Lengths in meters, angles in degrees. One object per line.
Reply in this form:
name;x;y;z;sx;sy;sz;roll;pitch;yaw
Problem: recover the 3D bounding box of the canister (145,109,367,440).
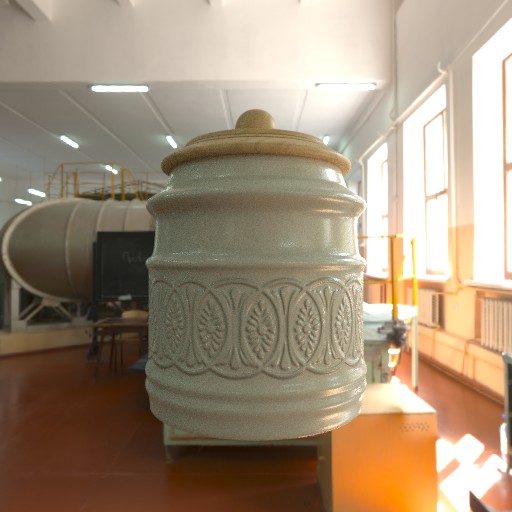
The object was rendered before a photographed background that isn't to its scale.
canister;0.000;0.000;0.268;0.130;0.176;0.130;0;-1;0
